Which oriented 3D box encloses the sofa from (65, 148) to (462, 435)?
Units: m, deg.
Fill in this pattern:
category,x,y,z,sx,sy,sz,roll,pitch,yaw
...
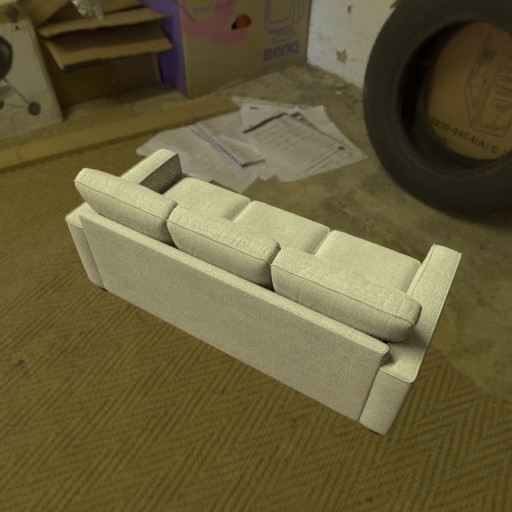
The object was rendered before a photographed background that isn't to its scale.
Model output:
category,x,y,z,sx,sy,sz,roll,pitch,yaw
sofa,0.000,0.000,2.656,2.133,0.965,0.939,23,50,21
